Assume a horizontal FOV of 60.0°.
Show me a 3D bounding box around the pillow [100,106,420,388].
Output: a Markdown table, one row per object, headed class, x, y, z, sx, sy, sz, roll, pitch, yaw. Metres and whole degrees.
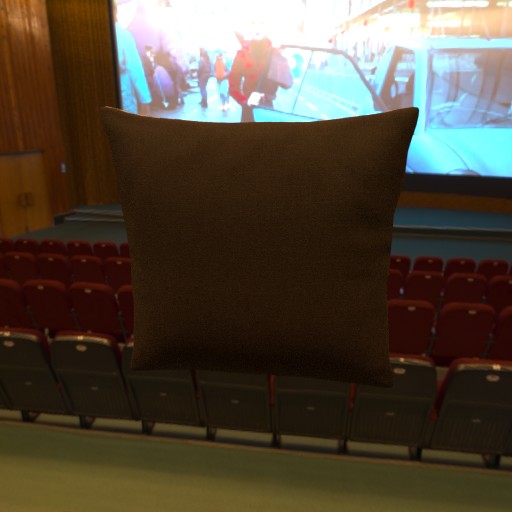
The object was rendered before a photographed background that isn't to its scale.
| class | x | y | z | sx | sy | sz | roll | pitch | yaw |
| --- | --- | --- | --- | --- | --- | --- | --- | --- | --- |
| pillow | 0.000 | 0.000 | 0.790 | 0.523 | 0.506 | 0.166 | 2 | 18 | 7 |
